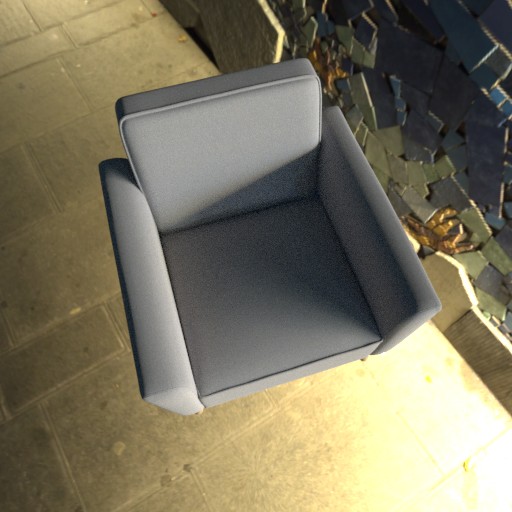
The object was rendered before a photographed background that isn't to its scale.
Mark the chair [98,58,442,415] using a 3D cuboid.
[{"bbox_3d":[0.000,0.000,1.387,0.780,0.780,0.750,-15,65,-7],"label":"chair"}]
